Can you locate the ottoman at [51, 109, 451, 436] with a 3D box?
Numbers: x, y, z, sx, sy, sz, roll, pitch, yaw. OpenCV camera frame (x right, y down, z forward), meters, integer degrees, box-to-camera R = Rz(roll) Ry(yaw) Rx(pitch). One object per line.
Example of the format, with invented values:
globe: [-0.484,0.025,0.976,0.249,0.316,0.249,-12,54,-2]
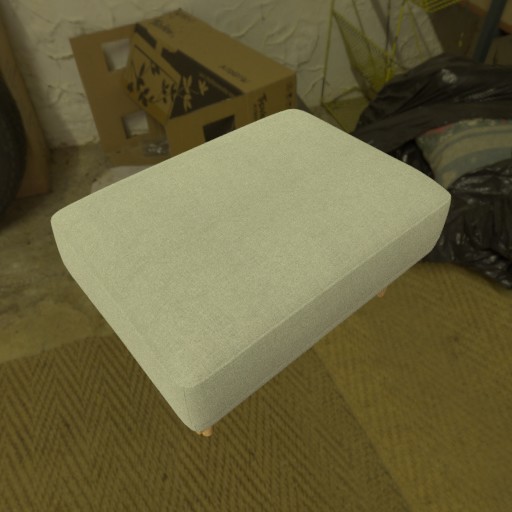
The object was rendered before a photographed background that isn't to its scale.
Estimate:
ottoman: [0.000,0.000,1.080,0.749,0.428,0.549,-32,54,-27]
